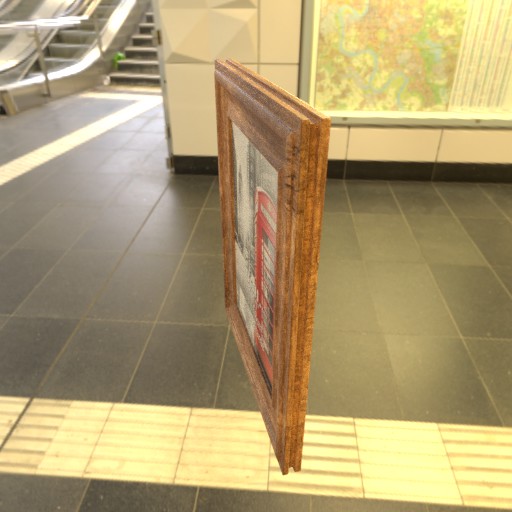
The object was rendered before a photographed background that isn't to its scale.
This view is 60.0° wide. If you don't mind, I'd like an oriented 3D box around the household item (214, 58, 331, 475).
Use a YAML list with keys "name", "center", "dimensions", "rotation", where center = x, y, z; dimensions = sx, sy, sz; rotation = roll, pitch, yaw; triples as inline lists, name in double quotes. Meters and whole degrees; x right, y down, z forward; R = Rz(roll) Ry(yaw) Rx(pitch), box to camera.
- name: "household item"
  center: [0.000, 0.000, 0.316]
  dimensions: [0.018, 0.237, 0.186]
  rotation: [-8, 32, -13]
